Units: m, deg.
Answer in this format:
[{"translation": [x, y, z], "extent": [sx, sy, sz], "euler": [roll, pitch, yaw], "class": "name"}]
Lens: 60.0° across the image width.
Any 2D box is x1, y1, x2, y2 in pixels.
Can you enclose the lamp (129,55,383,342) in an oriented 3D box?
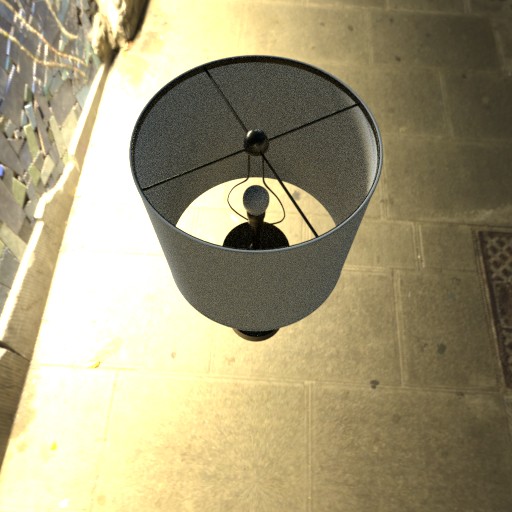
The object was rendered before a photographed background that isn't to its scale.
[{"translation": [0.000, 0.000, 0.795], "extent": [0.301, 0.630, 0.301], "euler": [16, 64, 8], "class": "lamp"}]
